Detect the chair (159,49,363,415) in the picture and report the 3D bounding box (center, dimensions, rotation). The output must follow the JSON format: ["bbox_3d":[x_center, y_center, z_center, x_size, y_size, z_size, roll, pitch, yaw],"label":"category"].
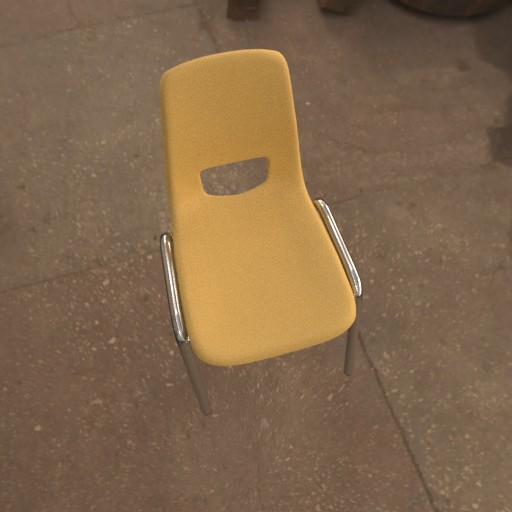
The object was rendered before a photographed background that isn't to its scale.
[{"bbox_3d":[0.000,0.000,0.830,0.354,0.586,0.423,-13,64,-7],"label":"chair"}]
